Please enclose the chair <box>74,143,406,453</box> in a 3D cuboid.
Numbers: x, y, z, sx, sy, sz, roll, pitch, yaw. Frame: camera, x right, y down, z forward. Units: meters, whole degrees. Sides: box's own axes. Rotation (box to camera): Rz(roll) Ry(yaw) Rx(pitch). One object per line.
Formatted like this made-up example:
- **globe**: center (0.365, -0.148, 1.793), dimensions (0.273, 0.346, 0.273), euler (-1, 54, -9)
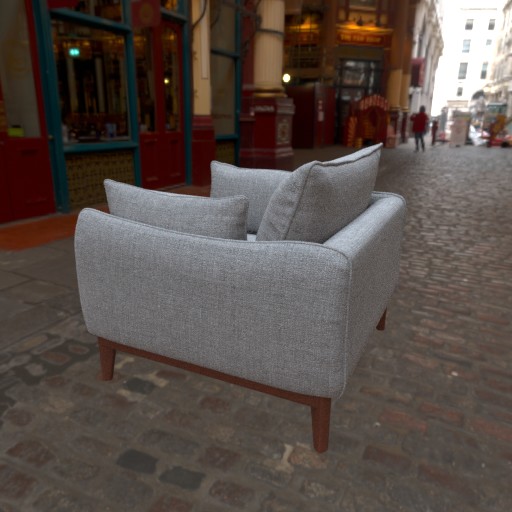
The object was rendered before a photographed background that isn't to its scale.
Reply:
- **chair**: center (0.000, 0.000, 1.733), dimensions (0.976, 0.839, 0.993), euler (9, 20, 25)
